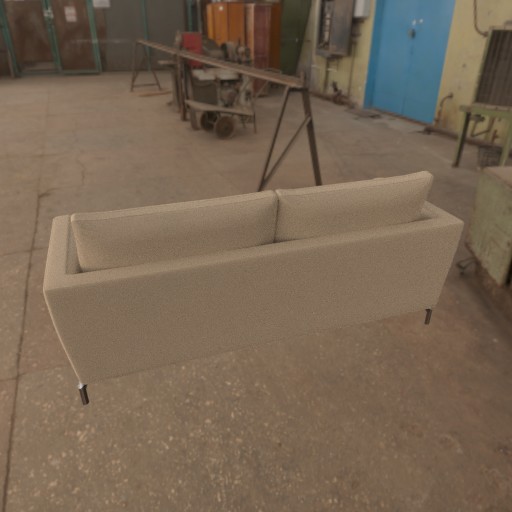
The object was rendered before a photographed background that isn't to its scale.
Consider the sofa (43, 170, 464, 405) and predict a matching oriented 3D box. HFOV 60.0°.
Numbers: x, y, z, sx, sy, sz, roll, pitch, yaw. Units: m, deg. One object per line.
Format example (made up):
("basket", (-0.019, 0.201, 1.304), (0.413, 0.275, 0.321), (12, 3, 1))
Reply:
("sofa", (0.000, 0.000, 2.655), (2.214, 1.005, 0.868), (-9, 30, -16))
